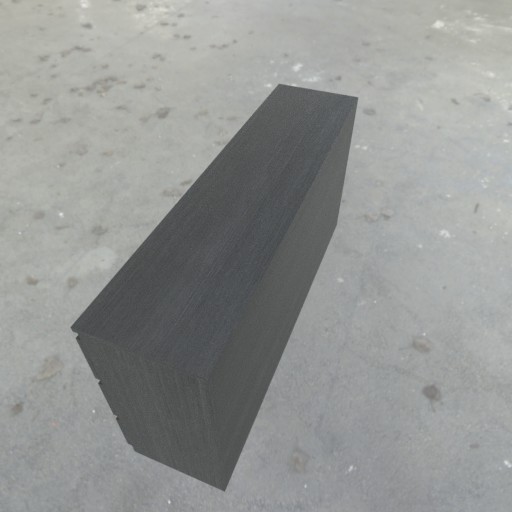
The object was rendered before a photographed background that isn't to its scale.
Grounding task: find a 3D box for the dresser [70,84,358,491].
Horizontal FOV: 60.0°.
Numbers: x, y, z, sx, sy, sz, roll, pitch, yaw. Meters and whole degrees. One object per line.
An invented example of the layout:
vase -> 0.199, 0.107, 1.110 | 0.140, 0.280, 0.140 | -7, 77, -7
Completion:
dresser -> 0.000, 0.000, 1.902 | 0.400, 0.795, 1.590 | 16, 47, 15
